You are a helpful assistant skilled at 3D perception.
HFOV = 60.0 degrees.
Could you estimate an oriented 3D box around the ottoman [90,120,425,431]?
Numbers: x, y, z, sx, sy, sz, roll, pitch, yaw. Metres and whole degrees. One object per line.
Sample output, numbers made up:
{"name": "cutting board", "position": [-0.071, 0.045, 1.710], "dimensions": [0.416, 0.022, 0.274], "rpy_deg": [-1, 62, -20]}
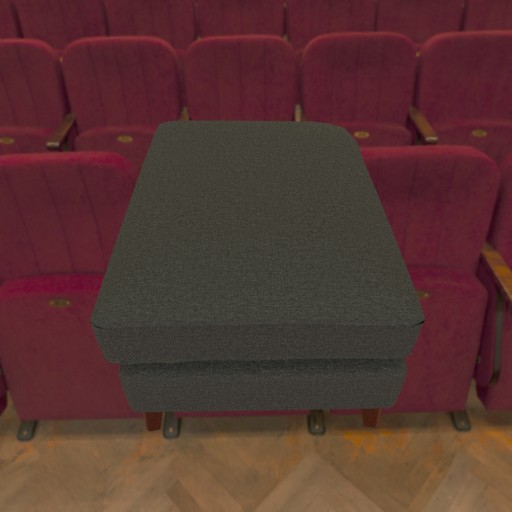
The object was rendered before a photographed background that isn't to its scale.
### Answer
{"name": "ottoman", "position": [0.000, 0.000, 1.240], "dimensions": [0.629, 0.503, 0.835], "rpy_deg": [-1, 42, -1]}
